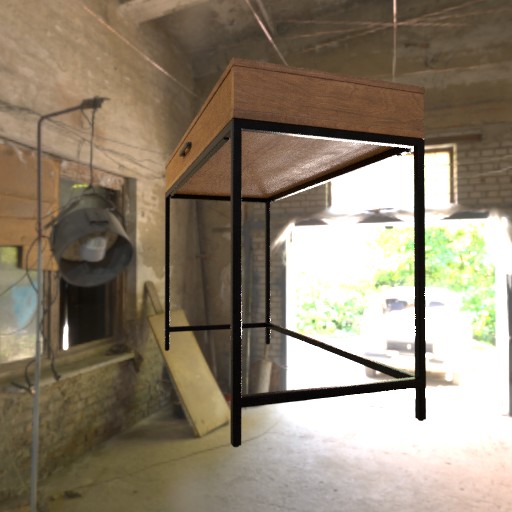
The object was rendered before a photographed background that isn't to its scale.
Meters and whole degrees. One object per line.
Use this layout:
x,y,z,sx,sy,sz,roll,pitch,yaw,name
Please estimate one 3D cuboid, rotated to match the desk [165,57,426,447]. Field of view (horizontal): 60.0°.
0.000,0.000,1.415,0.470,0.762,1.016,0,-1,-19,desk
